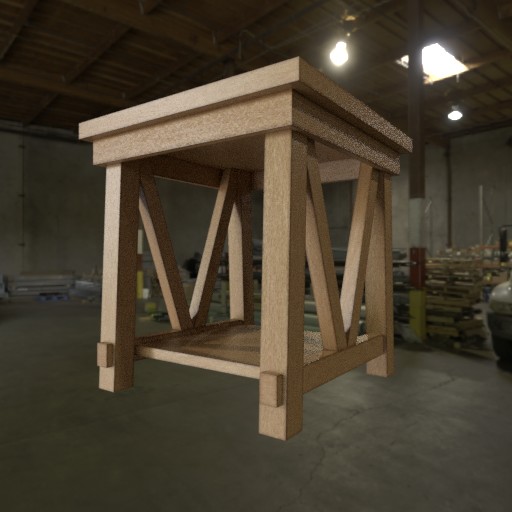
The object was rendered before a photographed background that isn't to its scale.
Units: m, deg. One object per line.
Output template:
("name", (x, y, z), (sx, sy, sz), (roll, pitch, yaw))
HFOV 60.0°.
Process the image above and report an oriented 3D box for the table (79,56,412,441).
("table", (0.000, 0.000, 1.136), (0.610, 0.638, 0.612), (0, 0, 36))
